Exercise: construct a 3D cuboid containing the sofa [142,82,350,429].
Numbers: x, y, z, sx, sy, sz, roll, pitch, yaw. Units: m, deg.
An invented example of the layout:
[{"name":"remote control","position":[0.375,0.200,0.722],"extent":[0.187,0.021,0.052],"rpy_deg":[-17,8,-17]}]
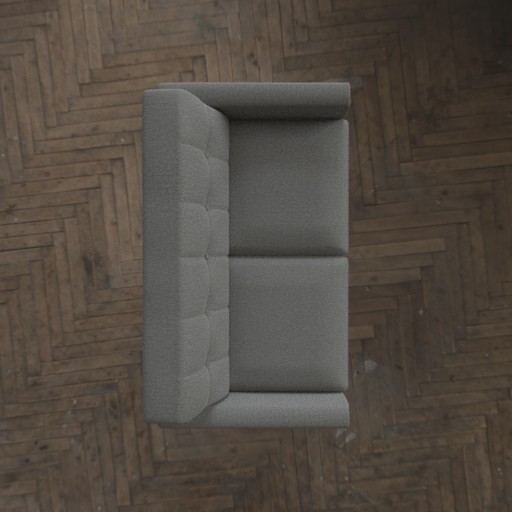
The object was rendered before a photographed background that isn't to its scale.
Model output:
[{"name":"sofa","position":[0.000,0.000,2.264],"extent":[0.952,0.925,1.651],"rpy_deg":[0,91,1]}]
